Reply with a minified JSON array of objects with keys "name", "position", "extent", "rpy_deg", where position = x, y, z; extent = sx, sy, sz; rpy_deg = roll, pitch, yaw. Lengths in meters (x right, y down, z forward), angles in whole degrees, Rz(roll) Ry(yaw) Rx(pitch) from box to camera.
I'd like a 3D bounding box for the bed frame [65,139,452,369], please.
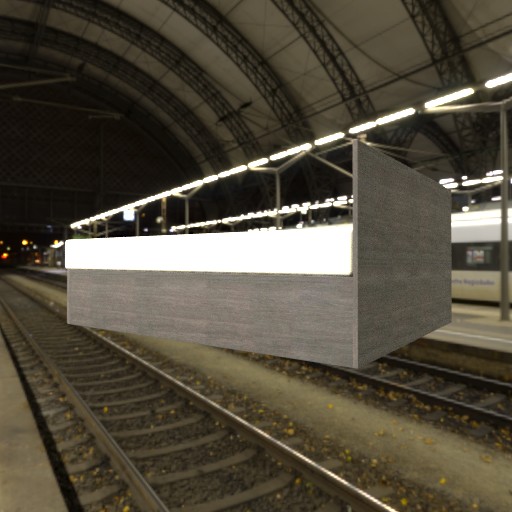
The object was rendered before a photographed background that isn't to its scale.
[{"name":"bed frame","position":[0.000,0.000,2.671],"extent":[1.900,0.800,1.400],"rpy_deg":[0,0,36]}]
